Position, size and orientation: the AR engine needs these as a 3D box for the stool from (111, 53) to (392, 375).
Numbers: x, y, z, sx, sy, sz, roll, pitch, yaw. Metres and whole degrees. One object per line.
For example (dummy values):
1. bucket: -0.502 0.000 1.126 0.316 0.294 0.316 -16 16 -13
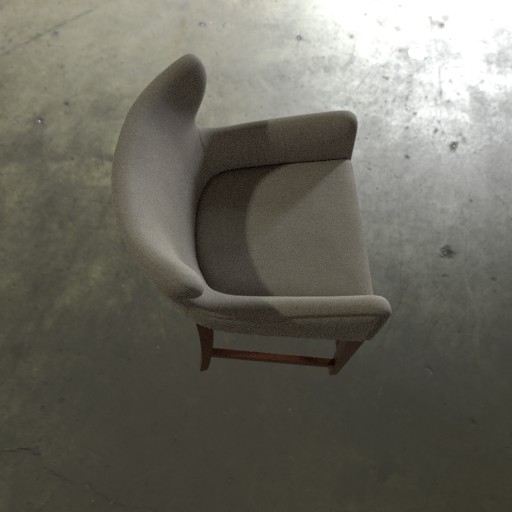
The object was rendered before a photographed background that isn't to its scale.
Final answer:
1. stool: 0.000 0.000 1.287 0.575 0.951 0.575 -2 64 -1
